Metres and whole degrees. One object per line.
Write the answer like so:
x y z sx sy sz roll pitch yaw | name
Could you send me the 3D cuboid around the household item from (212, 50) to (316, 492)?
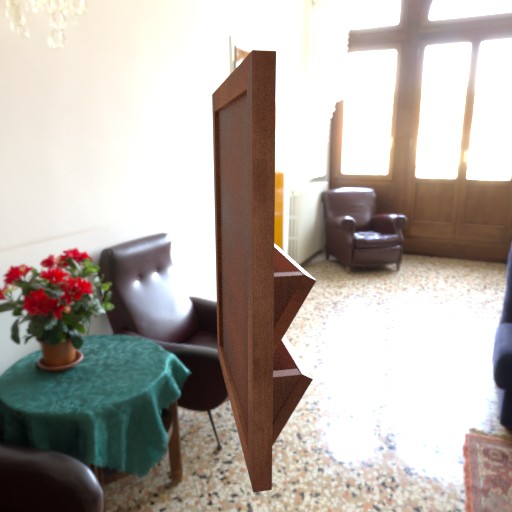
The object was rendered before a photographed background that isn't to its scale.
0.000 0.000 0.545 0.067 0.407 0.310 -3 14 -11 | household item
